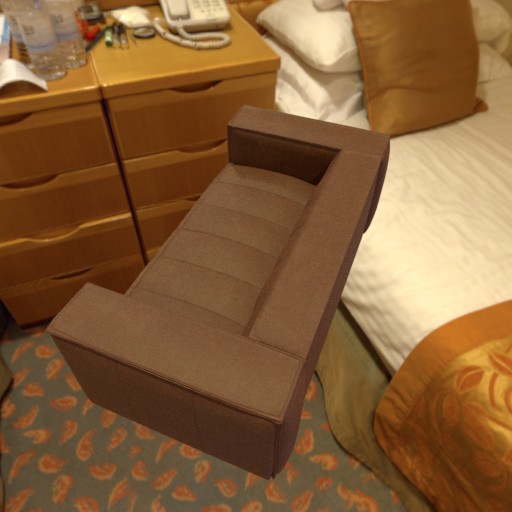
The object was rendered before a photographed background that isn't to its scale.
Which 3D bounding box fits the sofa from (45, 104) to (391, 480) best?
[{"bbox_3d":[0.000,0.000,2.567,1.102,0.703,2.088,17,49,15],"label":"sofa"}]
